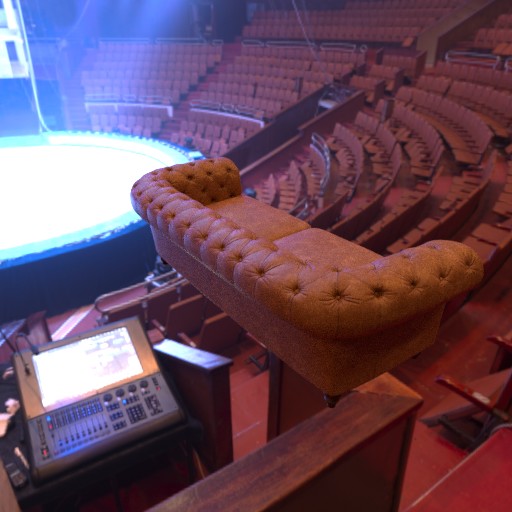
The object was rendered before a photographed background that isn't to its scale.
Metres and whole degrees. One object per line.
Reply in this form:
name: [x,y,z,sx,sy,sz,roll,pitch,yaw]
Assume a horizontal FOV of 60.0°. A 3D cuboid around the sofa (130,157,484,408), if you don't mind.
sofa: [0.000,0.000,2.790,0.989,0.760,2.365,-17,31,-31]
